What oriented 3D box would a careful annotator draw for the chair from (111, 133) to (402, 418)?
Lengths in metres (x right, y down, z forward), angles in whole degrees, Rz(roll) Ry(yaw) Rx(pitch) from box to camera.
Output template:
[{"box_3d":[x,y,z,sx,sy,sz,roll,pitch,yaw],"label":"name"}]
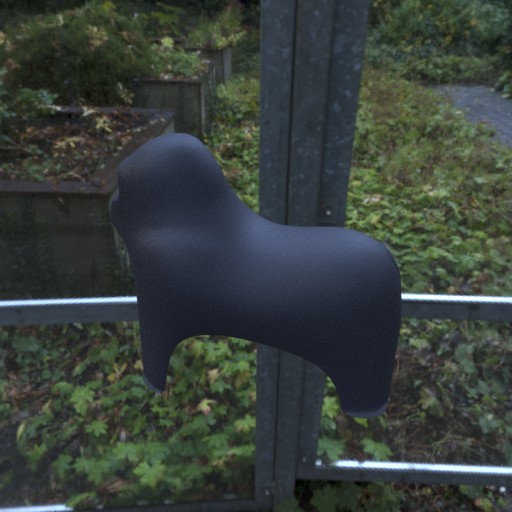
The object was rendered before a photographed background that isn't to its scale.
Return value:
[{"box_3d":[0.000,0.000,1.150,0.758,0.600,0.490,8,31,13],"label":"chair"}]
